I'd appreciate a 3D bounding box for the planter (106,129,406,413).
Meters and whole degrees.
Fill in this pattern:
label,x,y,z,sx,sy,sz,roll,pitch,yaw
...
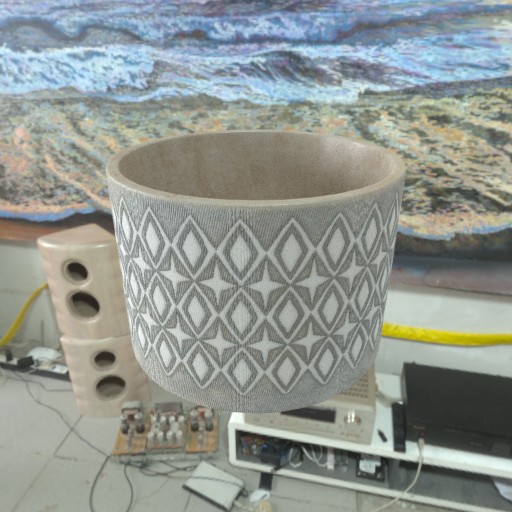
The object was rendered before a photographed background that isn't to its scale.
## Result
label,x,y,z,sx,sy,sz,roll,pitch,yaw
planter,0.000,0.000,0.280,0.164,0.127,0.164,0,26,0
